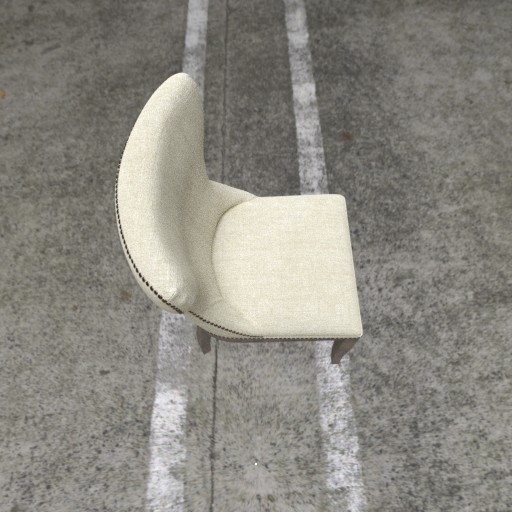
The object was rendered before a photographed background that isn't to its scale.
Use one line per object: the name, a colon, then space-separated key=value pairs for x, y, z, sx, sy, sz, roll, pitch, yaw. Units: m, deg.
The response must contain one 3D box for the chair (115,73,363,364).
chair: x=0.000 y=0.000 z=1.485 sx=0.681 sy=1.002 sz=0.654 roll=-1 pitch=65 yaw=-1
